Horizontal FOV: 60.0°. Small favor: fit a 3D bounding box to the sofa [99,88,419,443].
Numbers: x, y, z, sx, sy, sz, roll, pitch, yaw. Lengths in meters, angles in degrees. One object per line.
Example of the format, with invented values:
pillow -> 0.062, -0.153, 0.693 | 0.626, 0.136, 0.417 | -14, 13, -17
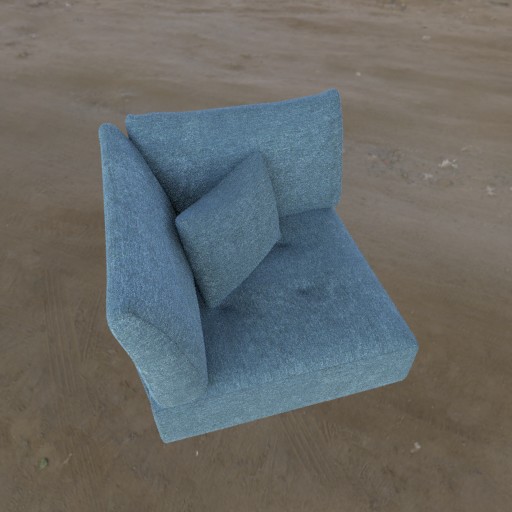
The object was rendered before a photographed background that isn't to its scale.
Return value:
sofa -> 0.000, 0.000, 1.726 | 1.000, 0.820, 1.000 | -11, 46, -11
